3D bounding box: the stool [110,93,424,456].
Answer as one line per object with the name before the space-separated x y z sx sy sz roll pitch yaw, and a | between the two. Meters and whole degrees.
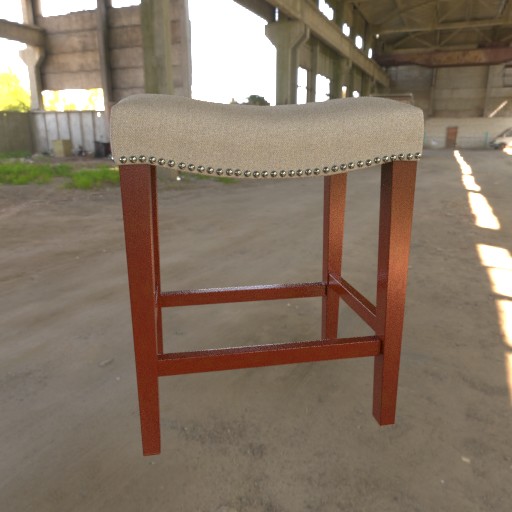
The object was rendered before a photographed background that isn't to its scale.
stool | 0.000 0.000 0.933 0.509 0.632 0.375 -3 16 -10
